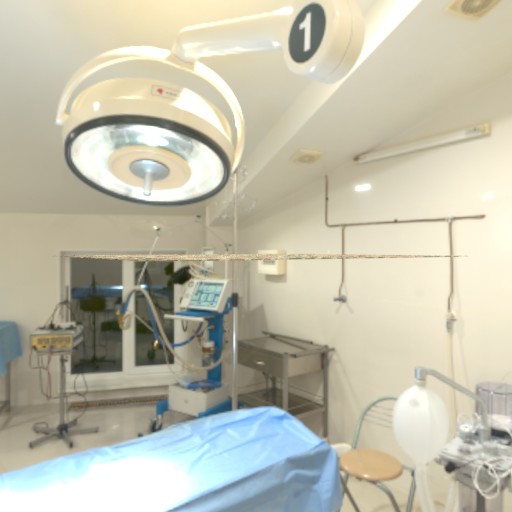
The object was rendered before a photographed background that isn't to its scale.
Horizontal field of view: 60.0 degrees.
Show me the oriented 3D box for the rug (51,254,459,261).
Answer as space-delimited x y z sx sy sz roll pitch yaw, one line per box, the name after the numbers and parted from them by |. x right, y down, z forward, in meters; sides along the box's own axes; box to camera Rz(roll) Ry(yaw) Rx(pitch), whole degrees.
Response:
0.000 0.000 4.075 3.048 0.010 2.438 -1 1 -36 | rug
